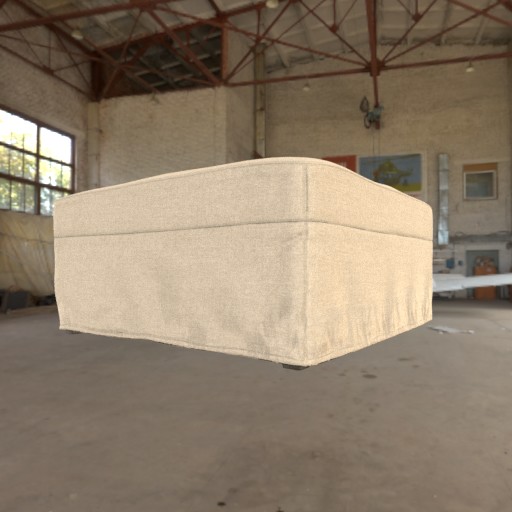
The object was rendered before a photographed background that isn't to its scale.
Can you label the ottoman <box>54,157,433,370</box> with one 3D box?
[{"bbox_3d":[0.000,0.000,1.334,0.840,0.436,0.843,-1,-1,36],"label":"ottoman"}]
